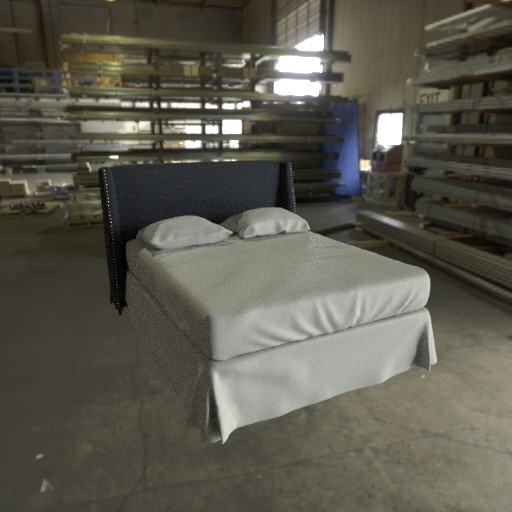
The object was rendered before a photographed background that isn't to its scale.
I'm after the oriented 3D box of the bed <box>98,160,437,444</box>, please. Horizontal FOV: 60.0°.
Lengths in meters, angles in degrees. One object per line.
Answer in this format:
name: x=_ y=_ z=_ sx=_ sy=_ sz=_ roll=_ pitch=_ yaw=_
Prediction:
bed: x=0.000 y=0.000 z=3.485 sx=1.925 sy=1.332 sz=2.276 roll=-8 pitch=18 yaw=-27
